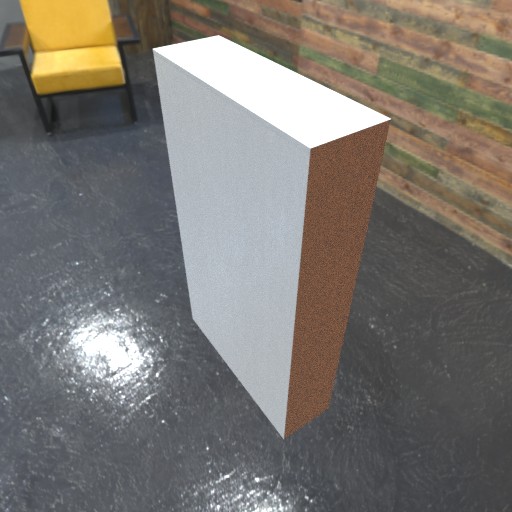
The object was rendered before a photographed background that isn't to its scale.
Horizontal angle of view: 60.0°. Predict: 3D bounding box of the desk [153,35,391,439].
[{"bbox_3d":[0.000,0.000,1.610,0.250,1.280,0.750,-25,48,-25],"label":"desk"}]
